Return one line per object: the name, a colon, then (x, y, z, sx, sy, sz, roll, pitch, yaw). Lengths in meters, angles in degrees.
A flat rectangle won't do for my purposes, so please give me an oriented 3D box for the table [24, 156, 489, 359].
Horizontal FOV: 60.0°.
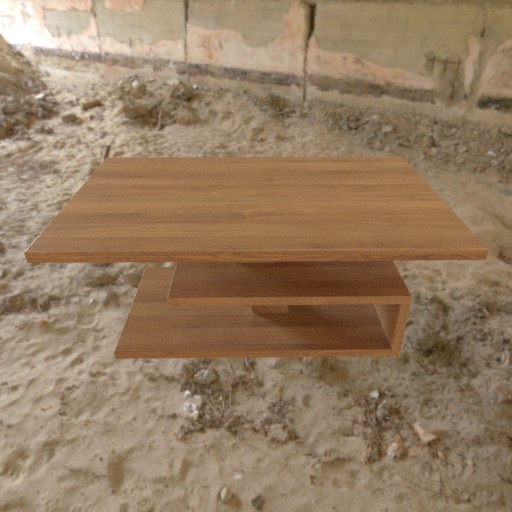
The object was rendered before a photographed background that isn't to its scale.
table: (0.000, 0.000, 1.461, 1.100, 0.442, 0.700, 0, 31, -1)
